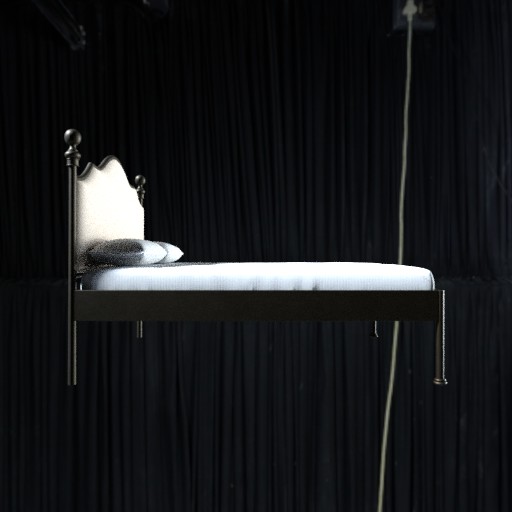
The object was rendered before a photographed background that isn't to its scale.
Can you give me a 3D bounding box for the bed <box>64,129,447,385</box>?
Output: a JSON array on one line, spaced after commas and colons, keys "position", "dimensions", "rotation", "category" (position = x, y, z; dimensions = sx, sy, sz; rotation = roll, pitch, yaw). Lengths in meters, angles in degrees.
[{"position": [0.000, 0.000, 3.246], "dimensions": [2.170, 1.462, 1.533], "rotation": [0, 0, 0], "category": "bed"}]
